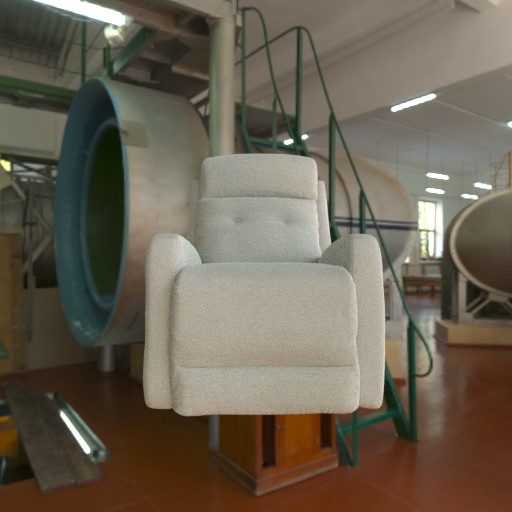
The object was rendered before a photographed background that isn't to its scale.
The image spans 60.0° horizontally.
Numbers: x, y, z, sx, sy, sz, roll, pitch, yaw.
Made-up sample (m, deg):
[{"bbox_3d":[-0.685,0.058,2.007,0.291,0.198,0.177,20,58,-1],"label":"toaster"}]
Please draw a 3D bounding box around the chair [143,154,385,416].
[{"bbox_3d":[0.000,0.000,1.819,0.798,1.013,1.043,0,0,-1],"label":"chair"}]
